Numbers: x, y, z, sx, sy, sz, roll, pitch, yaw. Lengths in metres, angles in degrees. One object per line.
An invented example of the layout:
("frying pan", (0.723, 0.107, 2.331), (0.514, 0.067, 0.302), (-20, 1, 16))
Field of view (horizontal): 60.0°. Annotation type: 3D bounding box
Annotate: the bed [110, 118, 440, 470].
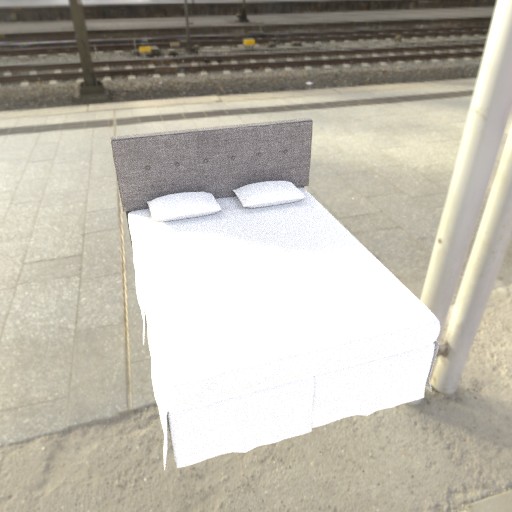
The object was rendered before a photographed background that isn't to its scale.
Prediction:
("bed", (0.000, 0.000, 2.936), (1.621, 1.168, 1.958), (-10, 34, -15))
